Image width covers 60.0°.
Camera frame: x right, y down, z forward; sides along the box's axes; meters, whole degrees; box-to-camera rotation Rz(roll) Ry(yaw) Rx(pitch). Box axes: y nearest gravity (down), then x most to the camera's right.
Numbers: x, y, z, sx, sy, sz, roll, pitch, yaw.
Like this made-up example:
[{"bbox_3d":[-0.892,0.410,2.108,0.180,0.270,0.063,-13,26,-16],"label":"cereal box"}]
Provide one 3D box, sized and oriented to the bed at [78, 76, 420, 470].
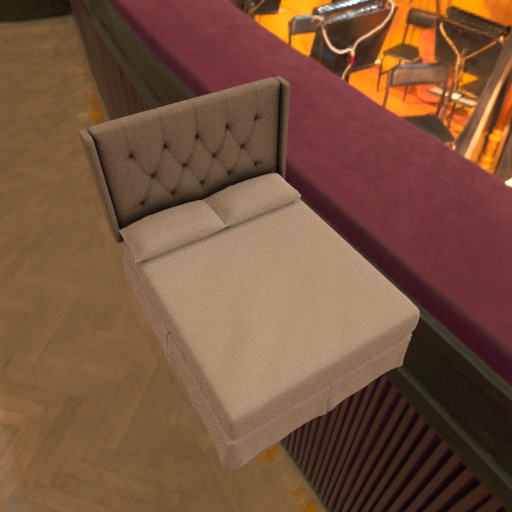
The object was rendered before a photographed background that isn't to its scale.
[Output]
[{"bbox_3d":[0.000,0.000,3.383,1.719,1.665,2.066,-24,50,-21],"label":"bed"}]
